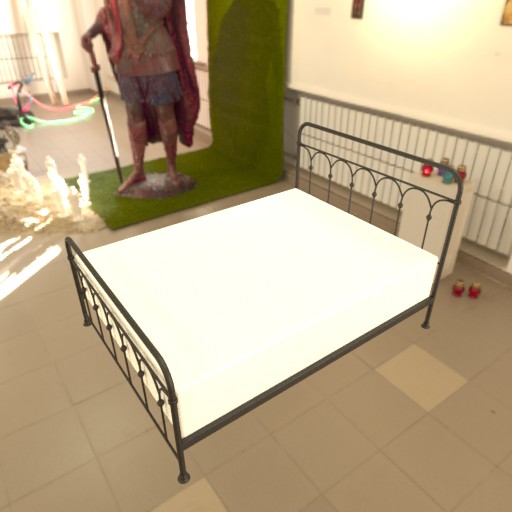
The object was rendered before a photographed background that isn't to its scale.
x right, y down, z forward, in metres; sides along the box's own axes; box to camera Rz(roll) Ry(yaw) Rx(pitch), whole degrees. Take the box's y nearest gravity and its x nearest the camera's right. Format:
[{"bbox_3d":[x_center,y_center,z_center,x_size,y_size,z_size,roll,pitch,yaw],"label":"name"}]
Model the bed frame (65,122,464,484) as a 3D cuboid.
[{"bbox_3d":[0.000,0.000,3.165,2.203,1.276,1.664,-21,37,-30],"label":"bed frame"}]
